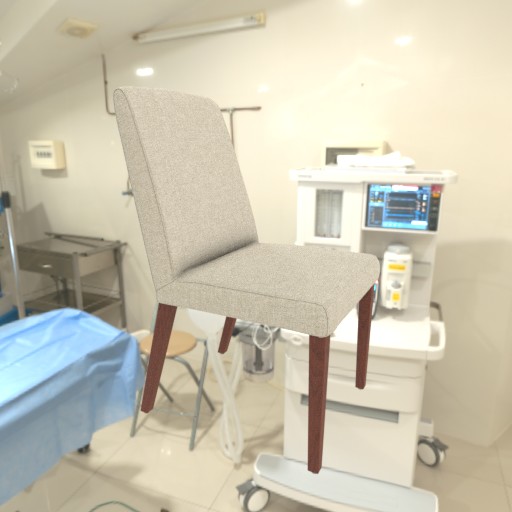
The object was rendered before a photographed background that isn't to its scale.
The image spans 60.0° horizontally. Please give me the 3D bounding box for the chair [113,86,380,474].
[{"bbox_3d":[0.000,0.000,1.239,0.594,0.900,0.480,8,16,27],"label":"chair"}]
